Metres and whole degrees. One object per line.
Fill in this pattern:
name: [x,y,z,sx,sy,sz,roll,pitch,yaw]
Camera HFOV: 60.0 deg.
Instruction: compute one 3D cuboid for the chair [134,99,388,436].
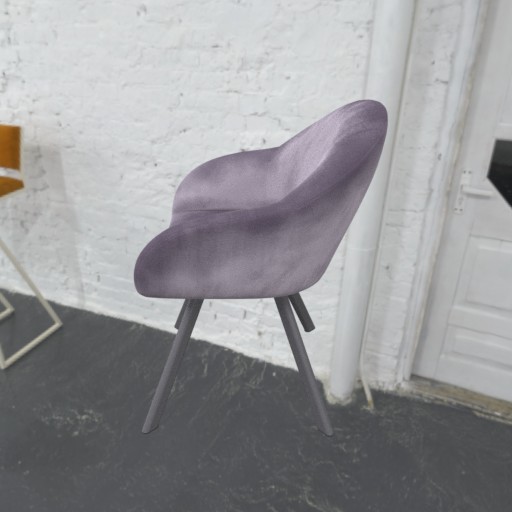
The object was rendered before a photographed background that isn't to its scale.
chair: [0.000,0.000,1.192,0.590,0.795,0.550,0,26,1]
